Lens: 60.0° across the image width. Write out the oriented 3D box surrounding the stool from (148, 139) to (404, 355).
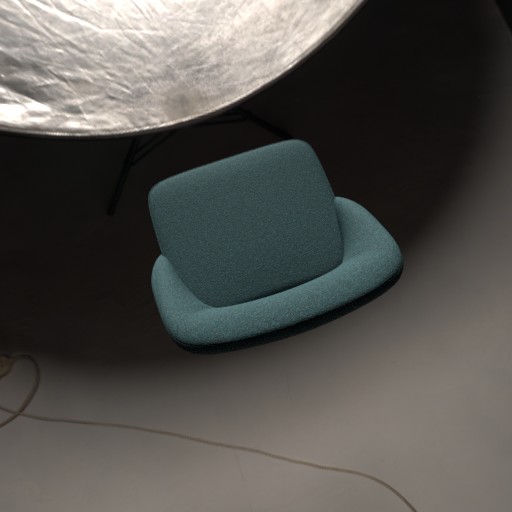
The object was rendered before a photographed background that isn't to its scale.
[{"bbox_3d":[0.000,0.000,1.263,0.536,0.939,0.522,-19,77,-5],"label":"stool"}]
